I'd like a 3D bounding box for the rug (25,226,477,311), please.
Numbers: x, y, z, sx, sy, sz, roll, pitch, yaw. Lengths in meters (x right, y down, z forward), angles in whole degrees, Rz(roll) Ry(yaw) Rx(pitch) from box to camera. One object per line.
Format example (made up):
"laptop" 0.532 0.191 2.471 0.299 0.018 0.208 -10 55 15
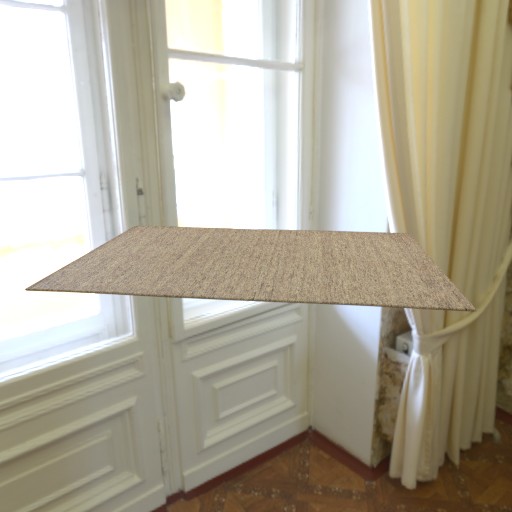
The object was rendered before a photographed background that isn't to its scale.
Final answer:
"rug" 0.000 0.000 2.952 2.283 0.013 1.547 2 17 7
